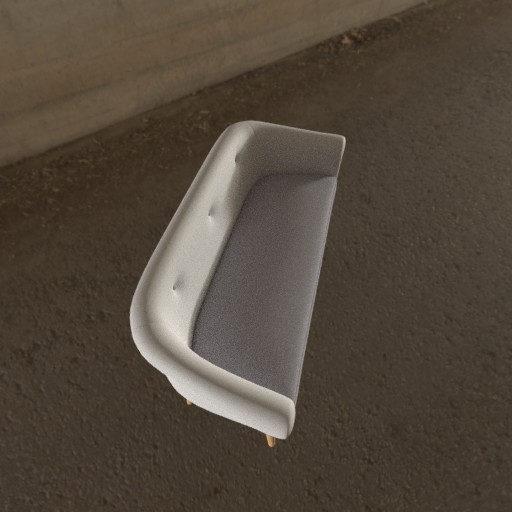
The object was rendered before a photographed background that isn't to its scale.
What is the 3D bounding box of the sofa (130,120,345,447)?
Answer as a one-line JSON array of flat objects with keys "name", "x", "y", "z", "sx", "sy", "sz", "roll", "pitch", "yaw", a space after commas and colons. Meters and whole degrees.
[{"name": "sofa", "x": 0.000, "y": 0.000, "z": 2.604, "sx": 0.827, "sy": 0.795, "sz": 2.160, "roll": 10, "pitch": 47, "yaw": 9}]
